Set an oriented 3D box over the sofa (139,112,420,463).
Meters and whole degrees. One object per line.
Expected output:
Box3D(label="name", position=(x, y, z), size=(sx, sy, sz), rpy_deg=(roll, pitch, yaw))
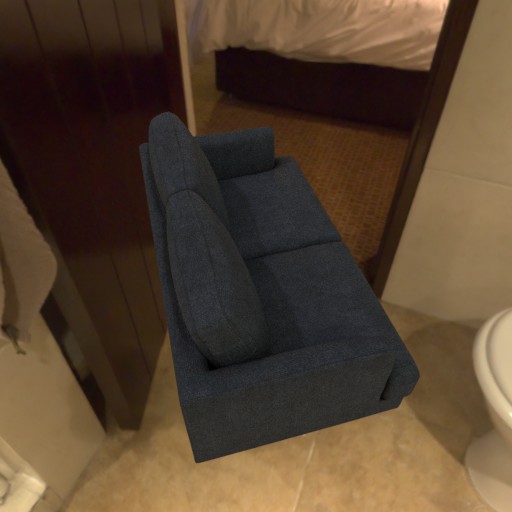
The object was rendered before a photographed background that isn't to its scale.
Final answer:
Box3D(label="sofa", position=(0.000, 0.000, 2.118), size=(0.903, 0.944, 1.582), rpy_deg=(-11, 47, -11))
